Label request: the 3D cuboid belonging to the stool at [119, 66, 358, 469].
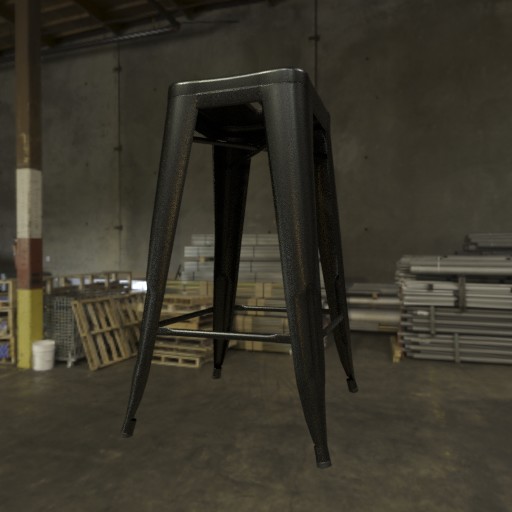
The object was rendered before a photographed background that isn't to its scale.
[{"bbox_3d":[0.000,0.000,0.871,0.359,0.609,0.399,0,0,18],"label":"stool"}]
